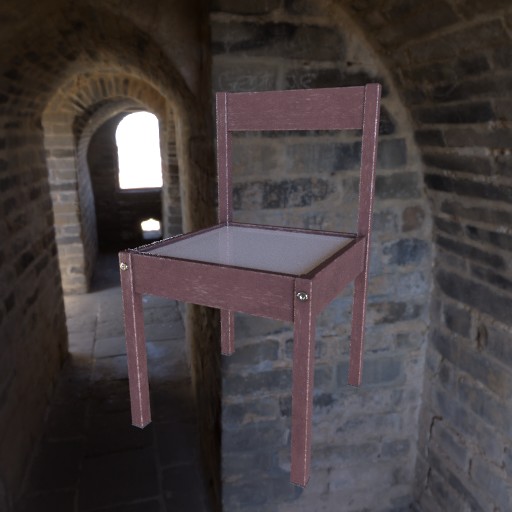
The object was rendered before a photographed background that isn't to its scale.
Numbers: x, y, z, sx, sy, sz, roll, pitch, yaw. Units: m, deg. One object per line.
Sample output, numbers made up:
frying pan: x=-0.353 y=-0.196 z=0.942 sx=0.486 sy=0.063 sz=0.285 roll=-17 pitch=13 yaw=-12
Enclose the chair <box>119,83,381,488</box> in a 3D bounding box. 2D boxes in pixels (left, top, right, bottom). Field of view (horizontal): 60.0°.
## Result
chair: x=0.000 y=0.000 z=0.677 sx=0.285 sy=0.505 sz=0.285 roll=7 pitch=16 yaw=26
